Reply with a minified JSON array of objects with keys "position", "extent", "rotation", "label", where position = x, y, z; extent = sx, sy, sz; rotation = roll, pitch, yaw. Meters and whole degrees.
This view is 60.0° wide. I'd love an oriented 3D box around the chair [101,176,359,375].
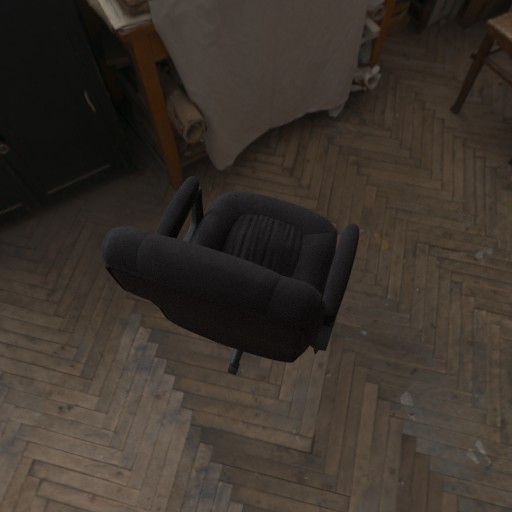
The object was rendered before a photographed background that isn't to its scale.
[{"position":[0.000,0.000,1.528],"extent":[0.667,1.105,0.724],"rotation":[18,65,8],"label":"chair"}]
